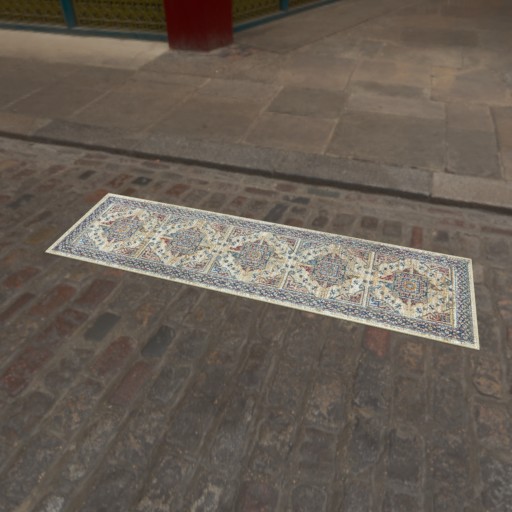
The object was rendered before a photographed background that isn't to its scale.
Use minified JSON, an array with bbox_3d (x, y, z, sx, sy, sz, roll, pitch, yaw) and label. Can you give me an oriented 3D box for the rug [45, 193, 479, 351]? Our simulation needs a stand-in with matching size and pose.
[{"bbox_3d":[0.000,0.000,2.485,2.297,0.013,0.661,11,41,13],"label":"rug"}]
